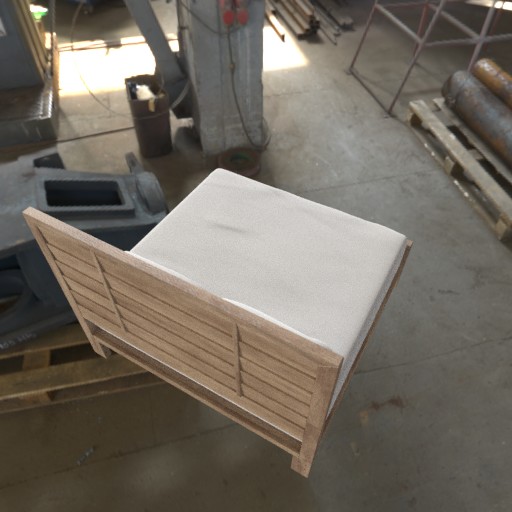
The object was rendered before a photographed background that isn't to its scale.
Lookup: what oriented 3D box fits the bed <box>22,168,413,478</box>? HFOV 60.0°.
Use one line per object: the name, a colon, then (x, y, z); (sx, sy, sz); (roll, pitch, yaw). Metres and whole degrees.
bed: (0.000, 0.000, 3.490); (2.032, 1.626, 2.062); (23, 52, 20)
